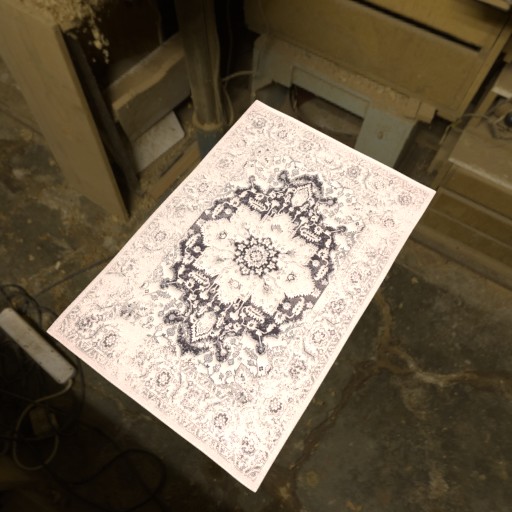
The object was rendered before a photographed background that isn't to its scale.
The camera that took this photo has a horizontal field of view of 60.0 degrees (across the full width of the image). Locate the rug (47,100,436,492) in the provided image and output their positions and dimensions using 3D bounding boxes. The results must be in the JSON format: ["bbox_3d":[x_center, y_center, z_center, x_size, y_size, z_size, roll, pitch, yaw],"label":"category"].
[{"bbox_3d":[0.000,0.000,2.313,1.223,0.008,1.813,32,68,14],"label":"rug"}]
